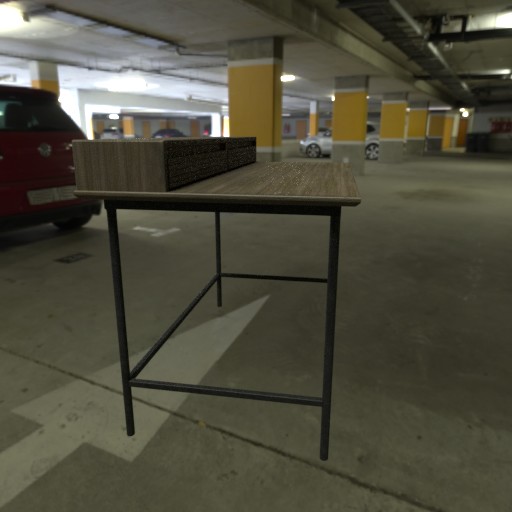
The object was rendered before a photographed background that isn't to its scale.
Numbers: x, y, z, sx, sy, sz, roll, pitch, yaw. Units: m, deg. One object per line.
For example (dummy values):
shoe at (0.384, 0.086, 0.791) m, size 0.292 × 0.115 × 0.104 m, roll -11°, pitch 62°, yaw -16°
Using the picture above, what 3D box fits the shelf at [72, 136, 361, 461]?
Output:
shelf at (0.000, 0.000, 1.679) m, size 0.685 × 0.865 × 1.212 m, roll 3°, pitch 16°, yaw 10°
